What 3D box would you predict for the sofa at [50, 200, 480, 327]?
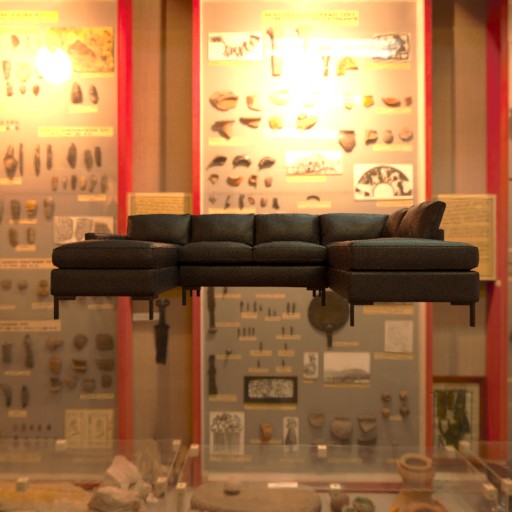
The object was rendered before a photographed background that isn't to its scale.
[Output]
[{"bbox_3d":[0.000,0.000,3.846,2.956,0.900,1.939,0,1,2],"label":"sofa"}]
